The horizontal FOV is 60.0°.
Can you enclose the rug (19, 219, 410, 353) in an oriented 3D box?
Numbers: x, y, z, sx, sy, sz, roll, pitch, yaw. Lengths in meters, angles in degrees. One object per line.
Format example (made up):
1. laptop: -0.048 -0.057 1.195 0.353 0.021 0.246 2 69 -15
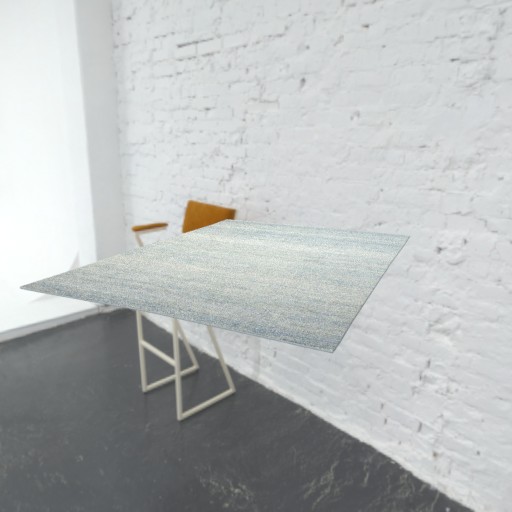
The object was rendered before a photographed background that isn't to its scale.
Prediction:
1. rug: 0.000 0.000 4.275 2.461 0.046 3.237 7 16 25
